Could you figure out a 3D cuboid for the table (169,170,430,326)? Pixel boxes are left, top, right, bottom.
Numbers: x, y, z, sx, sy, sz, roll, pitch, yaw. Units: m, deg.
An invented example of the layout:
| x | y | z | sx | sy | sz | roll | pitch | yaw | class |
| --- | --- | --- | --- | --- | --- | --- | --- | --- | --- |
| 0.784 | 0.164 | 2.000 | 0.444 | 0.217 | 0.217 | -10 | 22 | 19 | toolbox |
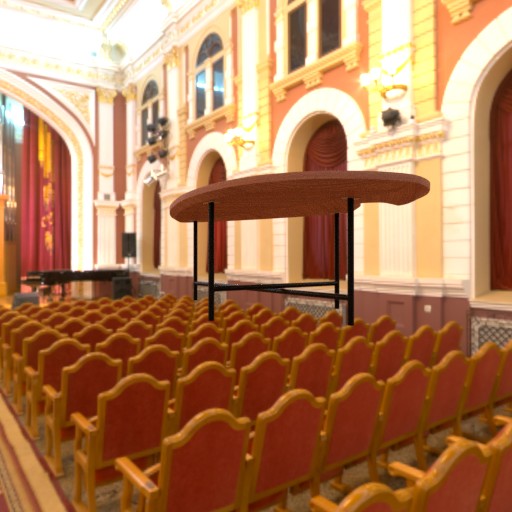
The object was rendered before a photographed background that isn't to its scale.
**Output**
| x | y | z | sx | sy | sz | roll | pitch | yaw | class |
| --- | --- | --- | --- | --- | --- | --- | --- | --- | --- |
| 0.000 | 0.000 | 1.477 | 0.598 | 0.360 | 1.199 | 0 | 0 | -36 | table |
